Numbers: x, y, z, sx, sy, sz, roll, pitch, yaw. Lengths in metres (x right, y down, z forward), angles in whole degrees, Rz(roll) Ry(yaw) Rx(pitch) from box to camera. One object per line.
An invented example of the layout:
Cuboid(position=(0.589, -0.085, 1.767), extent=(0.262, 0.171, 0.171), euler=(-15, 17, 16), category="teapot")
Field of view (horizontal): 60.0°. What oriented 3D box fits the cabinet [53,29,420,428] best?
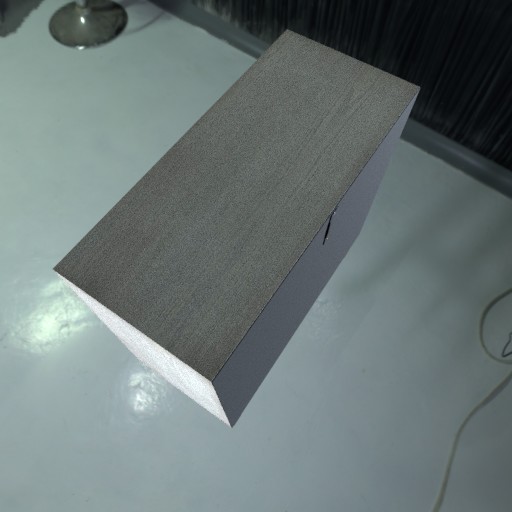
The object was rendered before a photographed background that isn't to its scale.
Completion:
Cuboid(position=(0.000, 0.000, 1.240), extent=(0.370, 0.787, 0.781), euler=(31, 67, 15), category="cabinet")
